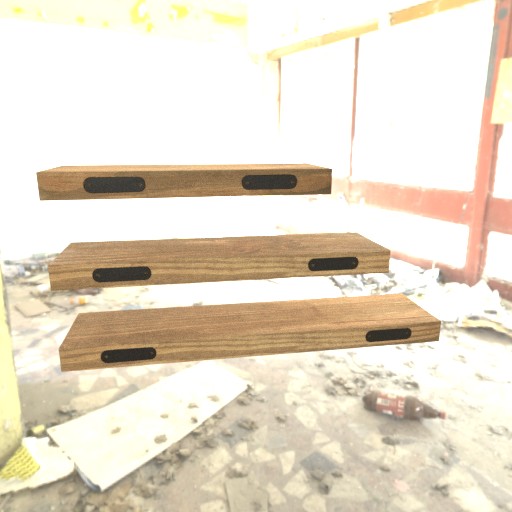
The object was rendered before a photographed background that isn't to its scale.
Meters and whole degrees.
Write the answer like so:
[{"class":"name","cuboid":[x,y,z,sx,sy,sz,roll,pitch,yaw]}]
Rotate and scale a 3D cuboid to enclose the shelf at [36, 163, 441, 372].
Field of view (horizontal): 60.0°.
[{"class":"shelf","cuboid":[0.000,0.000,0.735,0.610,0.293,0.140,-3,15,-9]}]
